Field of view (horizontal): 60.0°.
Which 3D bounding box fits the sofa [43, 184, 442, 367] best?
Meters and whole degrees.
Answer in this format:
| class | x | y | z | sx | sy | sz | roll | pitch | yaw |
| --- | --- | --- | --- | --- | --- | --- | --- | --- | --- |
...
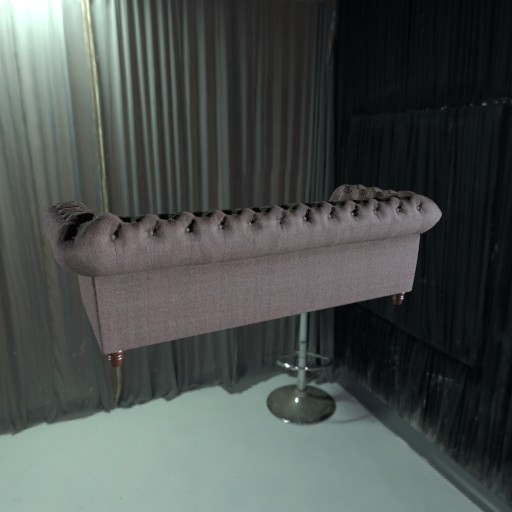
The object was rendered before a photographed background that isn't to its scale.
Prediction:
| class | x | y | z | sx | sy | sz | roll | pitch | yaw |
| --- | --- | --- | --- | --- | --- | --- | --- | --- | --- |
| sofa | 0.000 | 0.000 | 2.832 | 2.385 | 0.787 | 0.944 | -8 | 17 | -26 |
